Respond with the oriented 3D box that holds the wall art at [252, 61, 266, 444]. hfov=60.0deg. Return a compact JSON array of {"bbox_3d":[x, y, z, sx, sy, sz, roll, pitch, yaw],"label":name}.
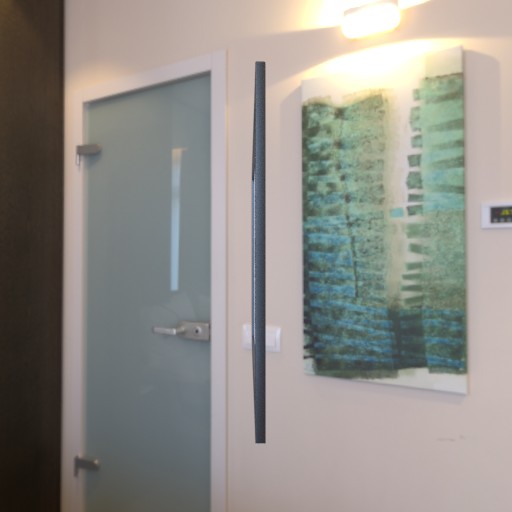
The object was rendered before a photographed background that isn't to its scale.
[{"bbox_3d":[0.000,0.000,1.047,0.015,0.552,0.819,0,-1,-1],"label":"wall art"}]
